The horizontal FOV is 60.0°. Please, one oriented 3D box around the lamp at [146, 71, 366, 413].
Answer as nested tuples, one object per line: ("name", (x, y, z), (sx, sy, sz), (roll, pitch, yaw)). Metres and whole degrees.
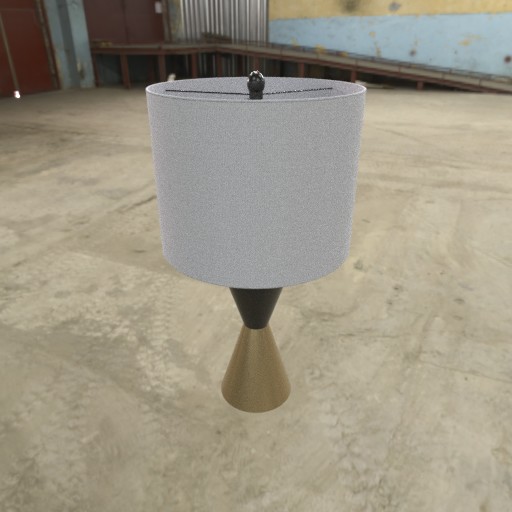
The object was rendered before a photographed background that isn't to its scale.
("lamp", (0.000, 0.000, 0.744), (0.304, 0.573, 0.304), (-17, 31, -31))
